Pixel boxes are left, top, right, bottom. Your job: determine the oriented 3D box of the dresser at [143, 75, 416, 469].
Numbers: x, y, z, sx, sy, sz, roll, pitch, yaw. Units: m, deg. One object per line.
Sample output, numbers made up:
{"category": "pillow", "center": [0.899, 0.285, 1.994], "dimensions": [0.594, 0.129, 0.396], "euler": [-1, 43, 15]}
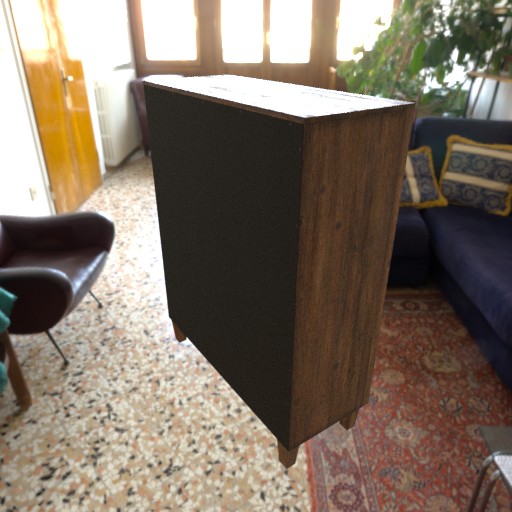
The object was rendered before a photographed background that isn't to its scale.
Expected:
{"category": "dresser", "center": [0.000, 0.000, 1.920], "dimensions": [0.438, 1.359, 1.067], "euler": [-18, 32, -30]}
